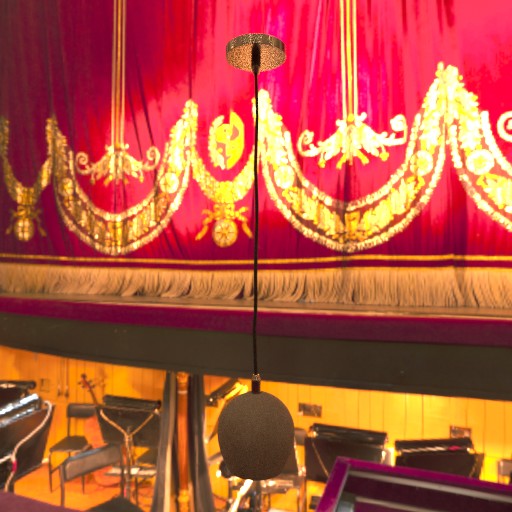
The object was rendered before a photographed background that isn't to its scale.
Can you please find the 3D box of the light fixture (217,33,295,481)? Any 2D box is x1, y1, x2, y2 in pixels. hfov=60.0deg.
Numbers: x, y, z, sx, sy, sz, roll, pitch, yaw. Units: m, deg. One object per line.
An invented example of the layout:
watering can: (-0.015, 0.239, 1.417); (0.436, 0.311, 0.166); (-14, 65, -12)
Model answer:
light fixture: (0.000, 0.000, 0.808); (0.139, 0.764, 0.139); (0, -1, 18)
